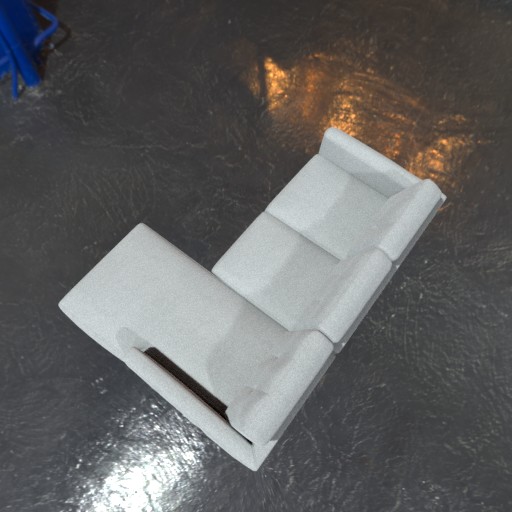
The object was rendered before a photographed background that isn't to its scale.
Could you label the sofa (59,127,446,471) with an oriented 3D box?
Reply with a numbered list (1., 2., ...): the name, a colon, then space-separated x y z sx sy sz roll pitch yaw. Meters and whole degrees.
1. sofa: 0.000 0.000 2.853 1.530 0.860 2.040 35 70 15
